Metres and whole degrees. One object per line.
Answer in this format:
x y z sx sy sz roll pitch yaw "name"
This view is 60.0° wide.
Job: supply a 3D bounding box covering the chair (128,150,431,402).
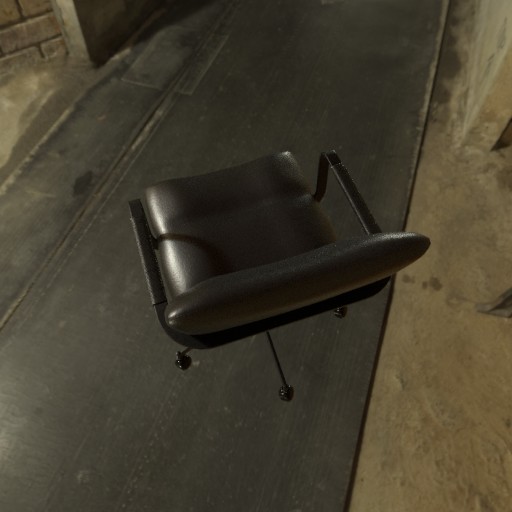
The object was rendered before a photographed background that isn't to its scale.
0.000 0.000 1.435 0.719 0.922 0.748 -16 59 -10 "chair"
